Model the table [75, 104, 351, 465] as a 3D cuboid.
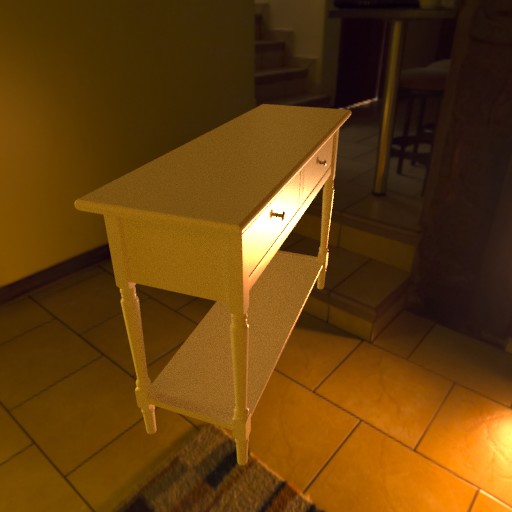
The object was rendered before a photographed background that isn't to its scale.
[{"bbox_3d":[0.000,0.000,1.567,0.386,0.814,1.191,10,31,18],"label":"table"}]
